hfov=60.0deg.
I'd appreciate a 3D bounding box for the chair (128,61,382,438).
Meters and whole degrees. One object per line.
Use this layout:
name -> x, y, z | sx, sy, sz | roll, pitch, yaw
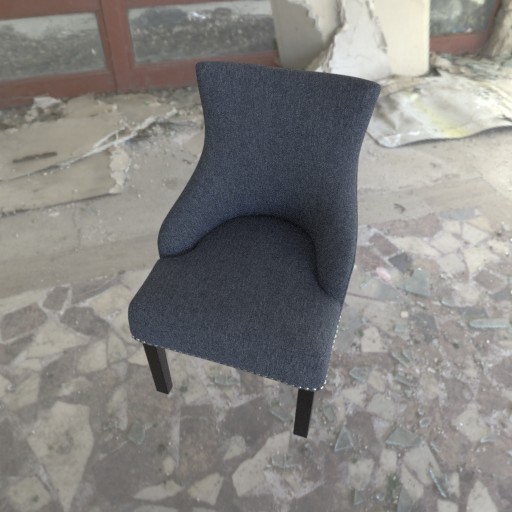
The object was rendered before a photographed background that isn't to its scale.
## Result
chair -> 0.000, 0.000, 1.307 | 0.566, 0.909, 0.629 | 13, 44, 13
